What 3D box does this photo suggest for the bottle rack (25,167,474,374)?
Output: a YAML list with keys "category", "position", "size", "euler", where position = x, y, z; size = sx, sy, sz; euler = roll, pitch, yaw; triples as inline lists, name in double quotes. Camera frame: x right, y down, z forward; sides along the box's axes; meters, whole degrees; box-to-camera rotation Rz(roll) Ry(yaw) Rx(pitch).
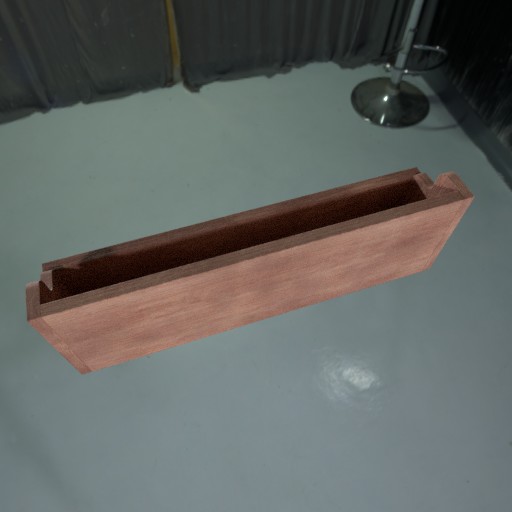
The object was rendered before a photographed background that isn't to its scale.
- category: "bottle rack"
  position: [0.000, 0.000, 0.687]
  size: [0.608, 0.196, 0.126]
  euler: [-16, 58, -10]
